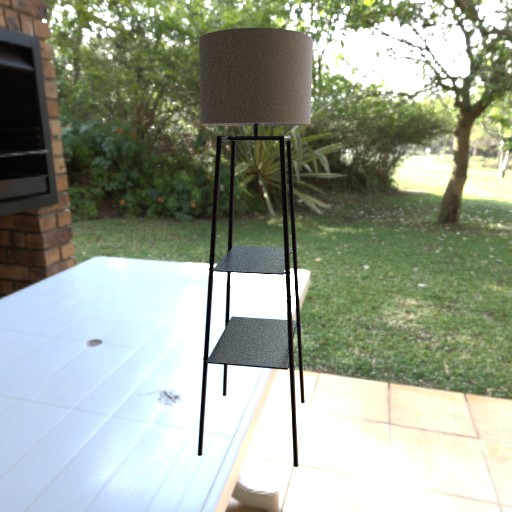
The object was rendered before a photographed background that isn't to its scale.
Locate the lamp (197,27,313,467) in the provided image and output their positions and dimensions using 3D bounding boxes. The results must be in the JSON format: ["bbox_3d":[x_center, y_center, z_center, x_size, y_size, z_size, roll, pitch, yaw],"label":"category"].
[{"bbox_3d":[0.000,0.000,1.659,0.384,1.474,0.427,2,15,9],"label":"lamp"}]
